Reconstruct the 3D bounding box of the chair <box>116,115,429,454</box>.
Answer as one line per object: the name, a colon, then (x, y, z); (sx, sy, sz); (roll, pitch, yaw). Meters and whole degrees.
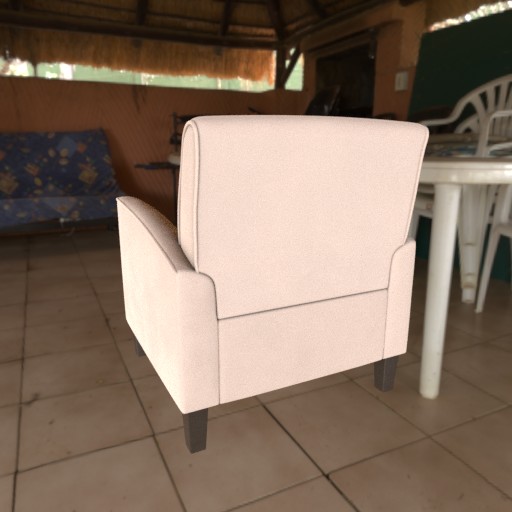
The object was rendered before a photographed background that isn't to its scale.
chair: (0.000, 0.000, 1.587); (0.820, 0.915, 0.820); (-7, 16, -26)
